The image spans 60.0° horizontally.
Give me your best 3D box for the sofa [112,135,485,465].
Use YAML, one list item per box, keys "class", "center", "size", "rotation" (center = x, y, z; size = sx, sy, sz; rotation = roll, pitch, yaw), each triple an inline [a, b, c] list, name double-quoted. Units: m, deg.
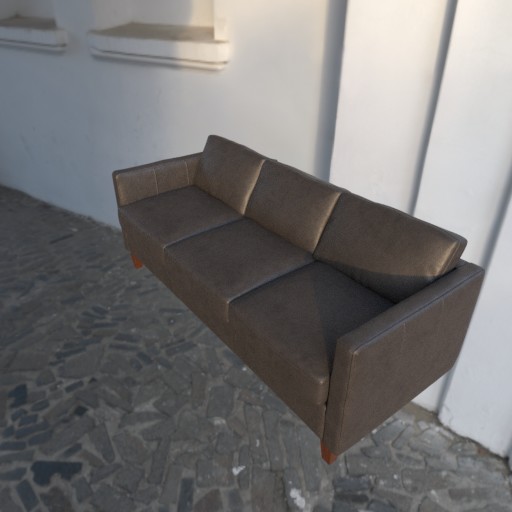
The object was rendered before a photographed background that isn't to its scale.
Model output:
- class: "sofa"
  center: [0.000, 0.000, 2.917]
  size: [1.045, 1.006, 2.464]
  rotation: [-22, 37, -31]
